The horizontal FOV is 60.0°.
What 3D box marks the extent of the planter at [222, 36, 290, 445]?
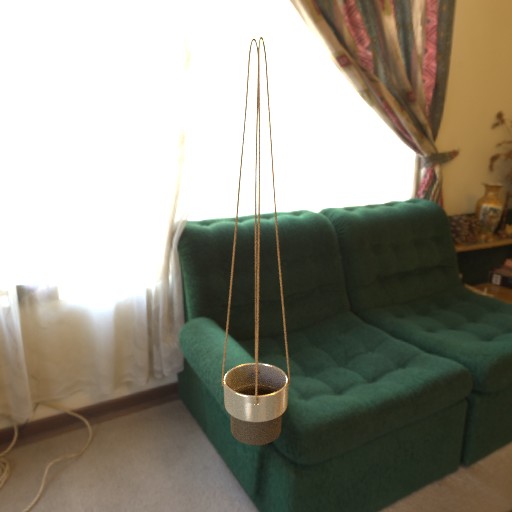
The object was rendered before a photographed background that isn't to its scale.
[{"bbox_3d":[0.000,0.000,1.191,0.187,1.073,0.187,14,21,43],"label":"planter"}]
